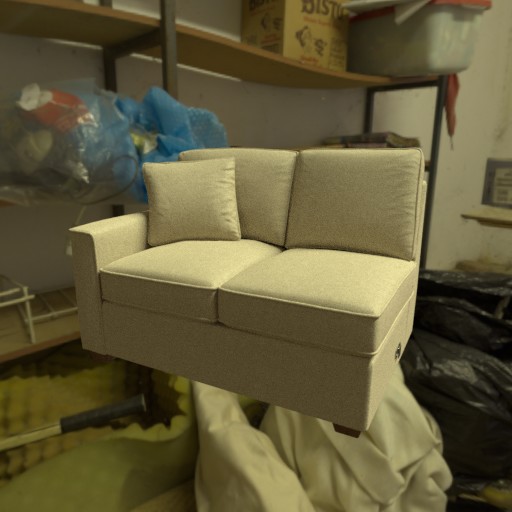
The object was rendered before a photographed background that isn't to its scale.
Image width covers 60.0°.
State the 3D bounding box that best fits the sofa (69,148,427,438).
[{"bbox_3d":[0.000,0.000,2.085,1.388,0.989,0.991,7,16,27],"label":"sofa"}]
